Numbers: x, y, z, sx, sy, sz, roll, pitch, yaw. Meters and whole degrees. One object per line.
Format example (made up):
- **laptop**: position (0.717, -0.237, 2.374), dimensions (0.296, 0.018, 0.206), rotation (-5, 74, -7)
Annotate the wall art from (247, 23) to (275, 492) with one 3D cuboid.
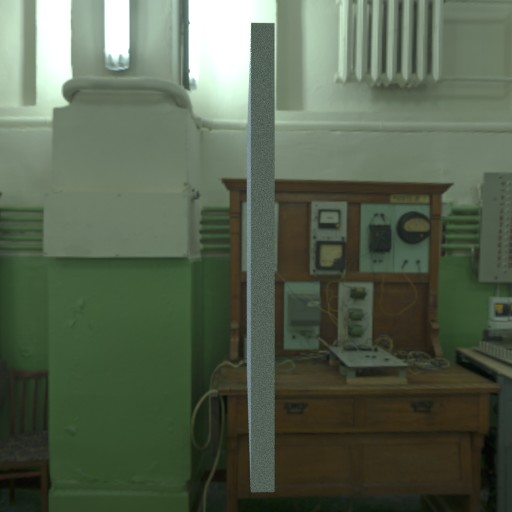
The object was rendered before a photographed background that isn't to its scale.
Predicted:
- **wall art**: position (0.000, 0.000, 0.807), dimensions (0.028, 0.559, 0.559), rotation (0, 1, -2)
